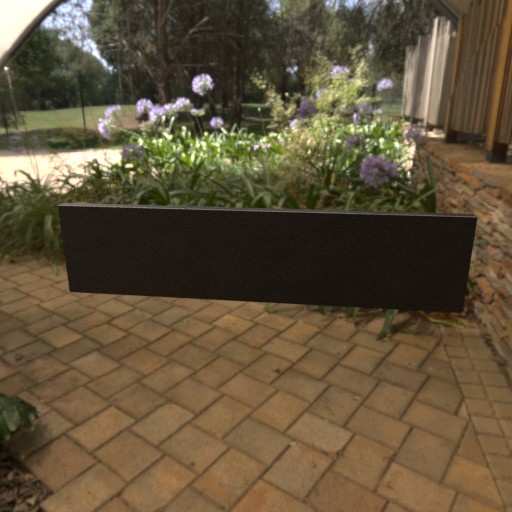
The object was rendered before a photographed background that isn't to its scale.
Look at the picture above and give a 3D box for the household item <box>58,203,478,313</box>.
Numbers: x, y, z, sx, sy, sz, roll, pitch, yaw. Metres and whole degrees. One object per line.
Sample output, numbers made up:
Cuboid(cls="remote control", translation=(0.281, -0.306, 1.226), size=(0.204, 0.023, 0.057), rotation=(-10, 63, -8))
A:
Cuboid(cls="household item", translation=(0.000, 0.000, 1.101), size=(1.001, 0.236, 0.030), rotation=(2, 18, 7))
